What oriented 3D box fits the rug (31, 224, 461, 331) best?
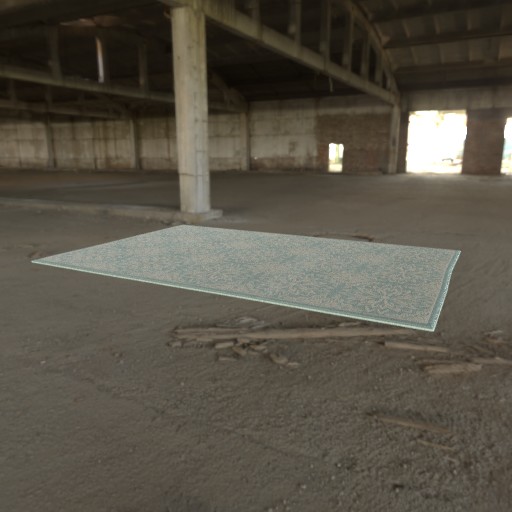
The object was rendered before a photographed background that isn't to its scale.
[{"bbox_3d":[0.000,0.000,2.268,1.840,0.012,1.219,7,15,27],"label":"rug"}]
